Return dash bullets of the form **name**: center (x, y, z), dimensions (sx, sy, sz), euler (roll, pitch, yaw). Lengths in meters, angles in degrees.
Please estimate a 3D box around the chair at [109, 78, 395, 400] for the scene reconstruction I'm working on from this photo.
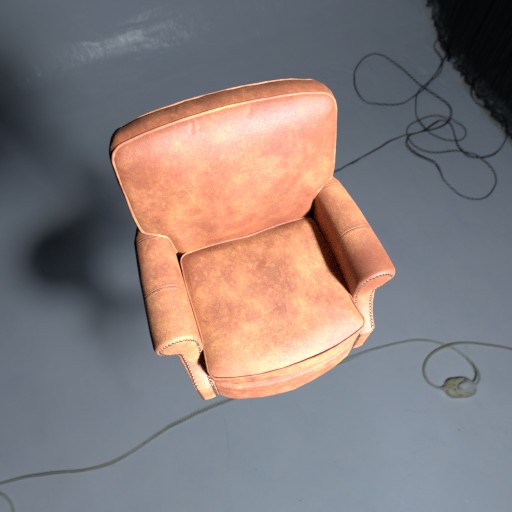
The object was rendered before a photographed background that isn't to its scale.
- **chair**: center (0.000, 0.000, 1.783), dimensions (0.936, 1.018, 0.986), euler (-17, 65, -8)
